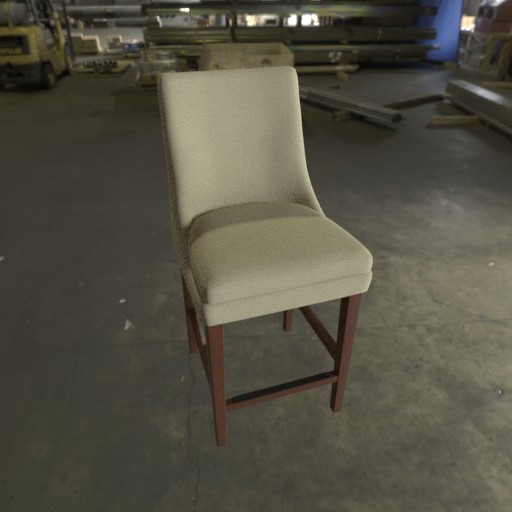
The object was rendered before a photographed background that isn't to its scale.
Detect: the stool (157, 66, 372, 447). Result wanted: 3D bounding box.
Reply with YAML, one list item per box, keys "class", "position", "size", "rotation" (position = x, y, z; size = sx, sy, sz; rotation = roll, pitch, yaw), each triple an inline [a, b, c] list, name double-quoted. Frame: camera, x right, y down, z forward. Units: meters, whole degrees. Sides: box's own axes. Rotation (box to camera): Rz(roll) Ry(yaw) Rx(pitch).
- class: "stool"
  position: [0.000, 0.000, 1.344]
  size: [0.470, 0.981, 0.577]
  rotation: [-10, 33, -16]
